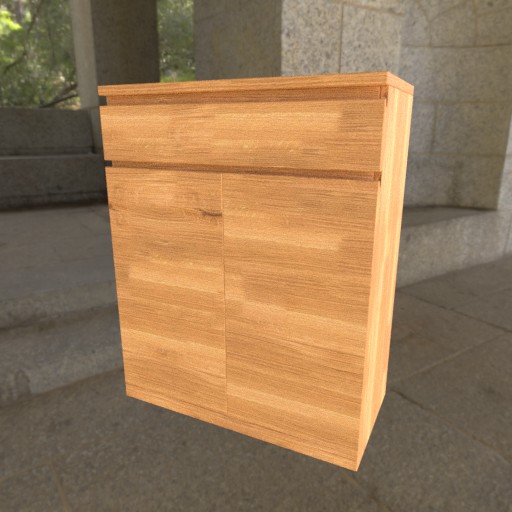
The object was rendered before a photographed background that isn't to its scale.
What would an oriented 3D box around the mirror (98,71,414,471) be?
[{"bbox_3d":[0.000,0.000,1.391,0.800,1.000,0.400,8,18,25],"label":"mirror"}]
